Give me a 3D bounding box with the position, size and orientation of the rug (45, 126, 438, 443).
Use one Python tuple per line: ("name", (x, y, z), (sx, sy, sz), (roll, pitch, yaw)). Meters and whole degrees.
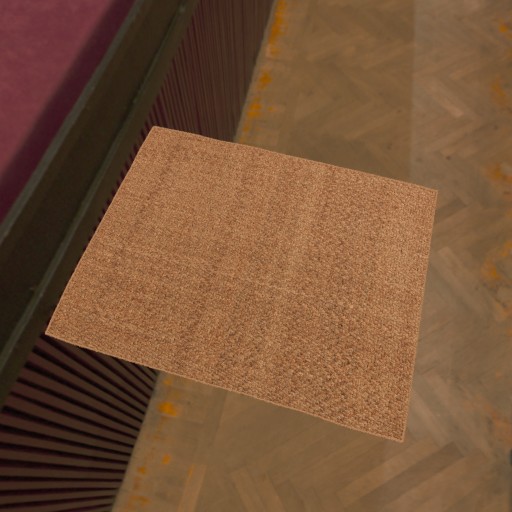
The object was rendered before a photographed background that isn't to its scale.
("rug", (0.000, 0.000, 4.053), (3.048, 0.013, 2.439), (15, 64, 7))
